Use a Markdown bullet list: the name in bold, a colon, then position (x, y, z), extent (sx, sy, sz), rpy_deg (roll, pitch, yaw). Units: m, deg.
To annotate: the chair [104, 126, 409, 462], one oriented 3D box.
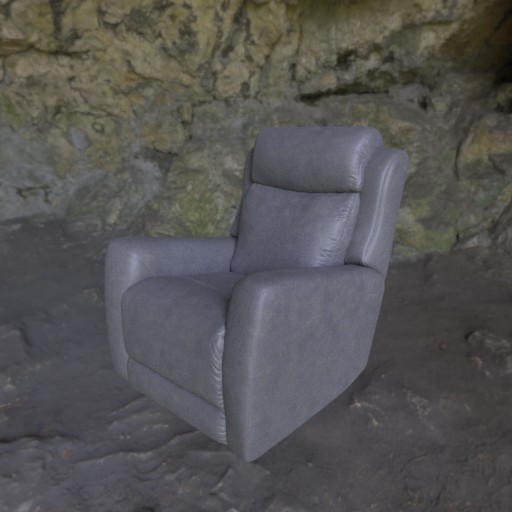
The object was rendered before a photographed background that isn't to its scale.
- **chair**: position (0.000, 0.000, 1.984), extent (0.967, 1.116, 1.068), rpy_deg (14, 21, 41)
